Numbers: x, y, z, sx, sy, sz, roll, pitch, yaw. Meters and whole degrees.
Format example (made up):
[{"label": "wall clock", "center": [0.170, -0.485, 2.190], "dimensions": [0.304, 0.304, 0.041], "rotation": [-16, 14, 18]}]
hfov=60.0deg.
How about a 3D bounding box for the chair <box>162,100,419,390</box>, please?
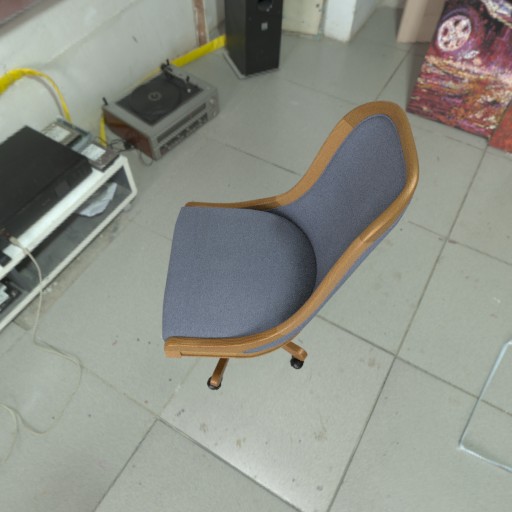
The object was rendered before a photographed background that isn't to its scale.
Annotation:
[{"label": "chair", "center": [0.000, 0.000, 1.461], "dimensions": [0.735, 1.031, 0.605], "rotation": [1, 57, 1]}]
